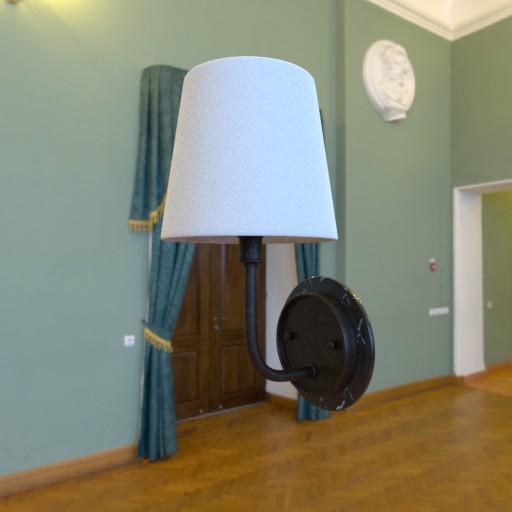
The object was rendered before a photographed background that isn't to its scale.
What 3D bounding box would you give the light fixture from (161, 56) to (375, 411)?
[{"bbox_3d":[0.000,0.000,0.441,0.188,0.337,0.168,0,-1,-36],"label":"light fixture"}]
